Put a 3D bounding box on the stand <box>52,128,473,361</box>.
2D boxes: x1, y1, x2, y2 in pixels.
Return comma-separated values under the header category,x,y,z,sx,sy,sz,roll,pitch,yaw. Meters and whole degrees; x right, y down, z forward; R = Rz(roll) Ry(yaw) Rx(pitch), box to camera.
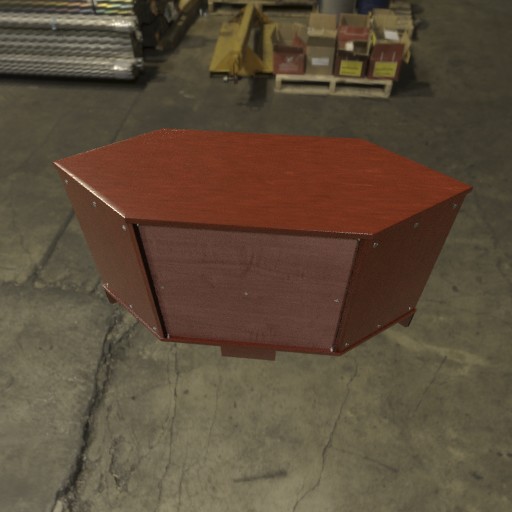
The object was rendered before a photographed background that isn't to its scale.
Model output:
category,x,y,z,sx,sy,sz,roll,pitch,yaw
stand,0.000,0.000,1.347,1.072,0.614,0.381,4,48,4
